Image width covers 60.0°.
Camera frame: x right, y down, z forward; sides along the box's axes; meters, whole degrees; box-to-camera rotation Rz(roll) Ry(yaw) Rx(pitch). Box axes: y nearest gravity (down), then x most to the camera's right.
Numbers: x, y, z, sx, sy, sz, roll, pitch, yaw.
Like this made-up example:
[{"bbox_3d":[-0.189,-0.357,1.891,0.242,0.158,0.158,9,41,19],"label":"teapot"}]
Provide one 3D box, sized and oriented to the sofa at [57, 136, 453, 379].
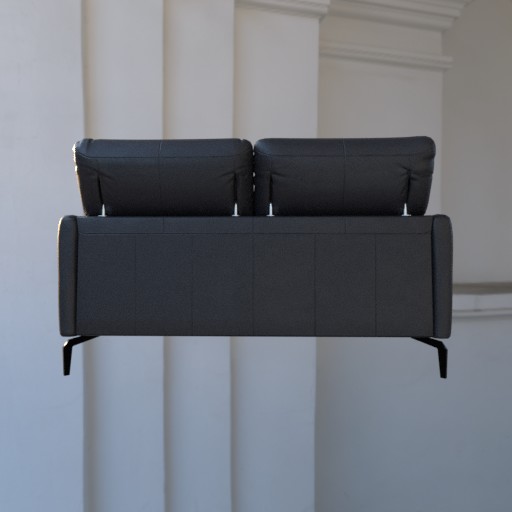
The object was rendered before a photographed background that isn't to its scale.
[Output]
[{"bbox_3d":[0.000,0.000,2.141,1.596,0.920,0.958,0,0,2],"label":"sofa"}]
